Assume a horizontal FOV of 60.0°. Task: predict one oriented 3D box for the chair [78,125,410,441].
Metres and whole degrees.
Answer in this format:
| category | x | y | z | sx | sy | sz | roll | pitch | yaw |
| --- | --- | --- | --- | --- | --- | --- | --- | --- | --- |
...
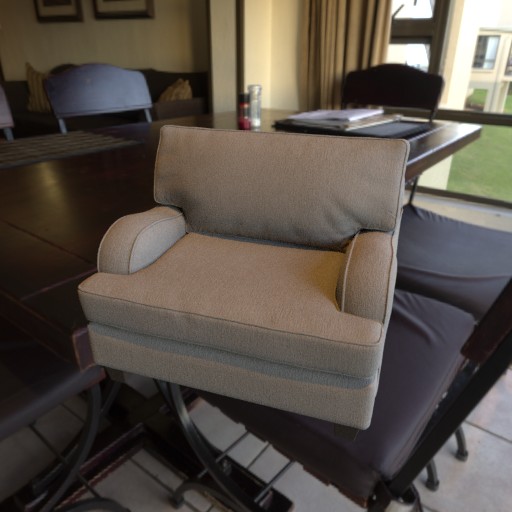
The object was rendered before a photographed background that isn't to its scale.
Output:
| category | x | y | z | sx | sy | sz | roll | pitch | yaw |
| --- | --- | --- | --- | --- | --- | --- | --- | --- | --- |
| chair | 0.000 | 0.000 | 2.015 | 1.220 | 1.016 | 1.041 | 8 | 27 | 17 |
